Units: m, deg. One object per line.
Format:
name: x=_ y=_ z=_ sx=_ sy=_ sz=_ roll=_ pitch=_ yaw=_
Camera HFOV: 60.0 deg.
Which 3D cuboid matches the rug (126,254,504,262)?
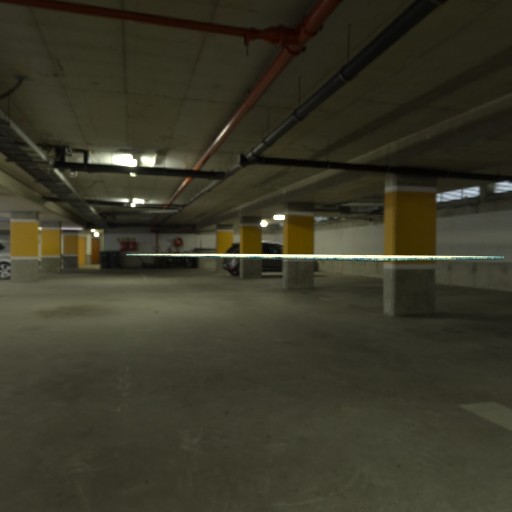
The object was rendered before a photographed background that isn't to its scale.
rug: x=0.000 y=0.000 z=2.563 sx=0.750 sy=0.011 sz=2.435 roll=0 pitch=1 yaw=-34
